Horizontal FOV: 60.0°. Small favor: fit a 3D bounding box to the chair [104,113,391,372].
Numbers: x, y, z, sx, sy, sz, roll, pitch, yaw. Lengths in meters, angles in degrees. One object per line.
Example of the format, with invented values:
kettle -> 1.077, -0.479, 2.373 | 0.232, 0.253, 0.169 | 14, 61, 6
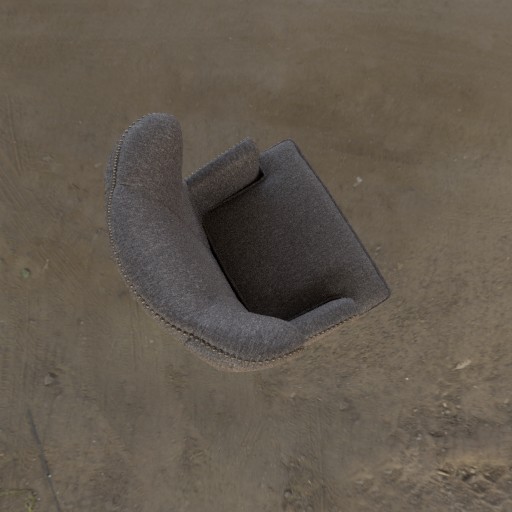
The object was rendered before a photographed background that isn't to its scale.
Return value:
chair -> 0.000, 0.000, 1.611 | 0.758, 1.060, 0.759 | -29, 77, -7
